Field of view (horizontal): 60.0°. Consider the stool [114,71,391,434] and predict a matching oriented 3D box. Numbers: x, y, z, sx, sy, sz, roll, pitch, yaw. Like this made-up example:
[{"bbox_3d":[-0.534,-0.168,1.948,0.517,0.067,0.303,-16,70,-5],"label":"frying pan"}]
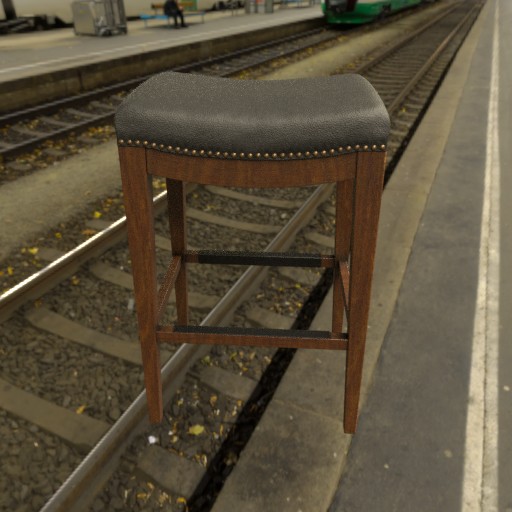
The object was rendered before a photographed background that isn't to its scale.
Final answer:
[{"bbox_3d":[0.000,0.000,1.026,0.500,0.765,0.361,2,32,3],"label":"stool"}]
